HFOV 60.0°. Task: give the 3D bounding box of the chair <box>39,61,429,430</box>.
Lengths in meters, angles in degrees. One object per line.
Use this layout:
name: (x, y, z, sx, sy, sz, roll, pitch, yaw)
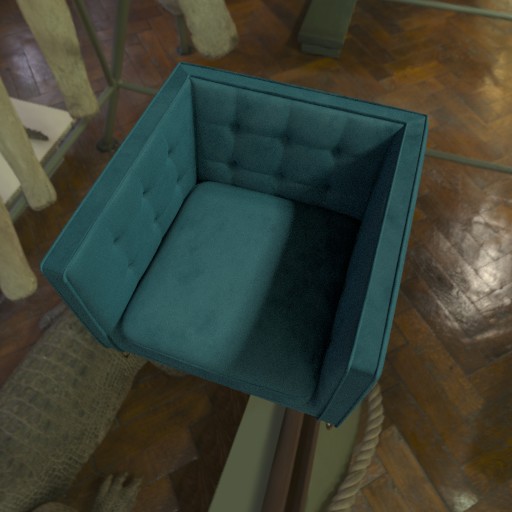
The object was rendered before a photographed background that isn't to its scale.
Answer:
chair: (0.000, 0.000, 1.555, 0.880, 0.790, 0.894, 16, 60, 10)
